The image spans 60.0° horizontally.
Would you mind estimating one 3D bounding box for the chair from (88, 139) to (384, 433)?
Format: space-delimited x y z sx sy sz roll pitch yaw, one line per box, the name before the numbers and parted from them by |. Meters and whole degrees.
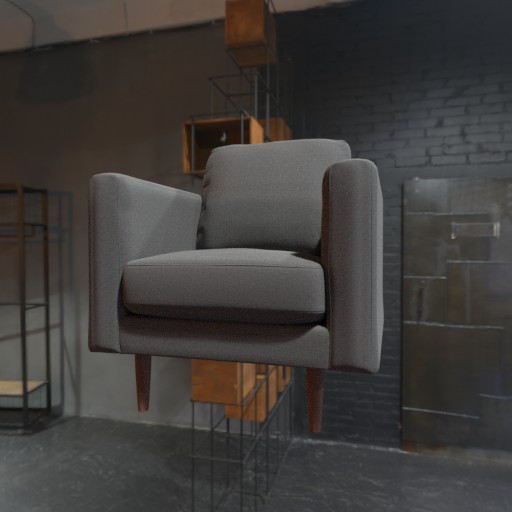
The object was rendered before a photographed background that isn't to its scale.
chair | 0.000 0.000 1.557 0.854 0.927 0.800 0 1 17
